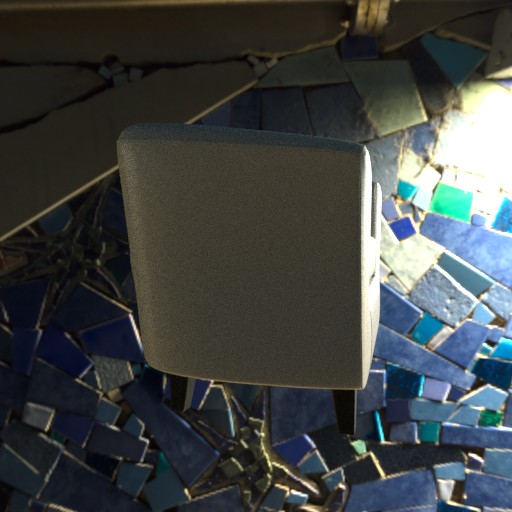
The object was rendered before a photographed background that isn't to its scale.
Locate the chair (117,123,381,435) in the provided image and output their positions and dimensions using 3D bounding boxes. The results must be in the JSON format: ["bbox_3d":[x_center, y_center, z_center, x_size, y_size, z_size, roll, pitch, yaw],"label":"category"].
[{"bbox_3d":[0.000,0.000,1.374,0.727,0.756,0.792,1,3,18],"label":"chair"}]
